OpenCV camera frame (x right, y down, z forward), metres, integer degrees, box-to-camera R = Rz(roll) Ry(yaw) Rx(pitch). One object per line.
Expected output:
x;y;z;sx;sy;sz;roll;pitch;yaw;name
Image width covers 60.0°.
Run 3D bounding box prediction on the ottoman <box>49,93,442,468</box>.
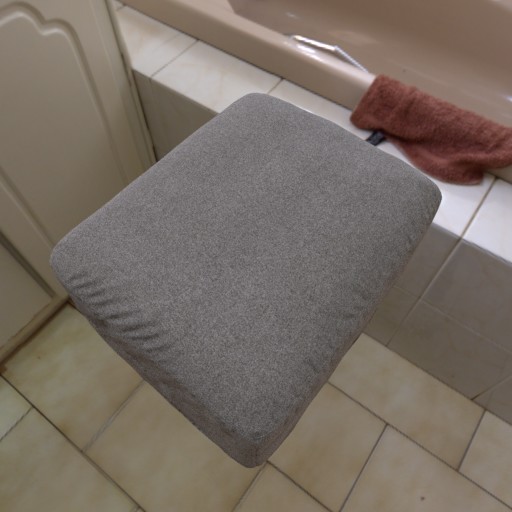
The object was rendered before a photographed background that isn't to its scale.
0.000;0.000;1.219;0.683;0.481;0.837;34;64;19;ottoman
